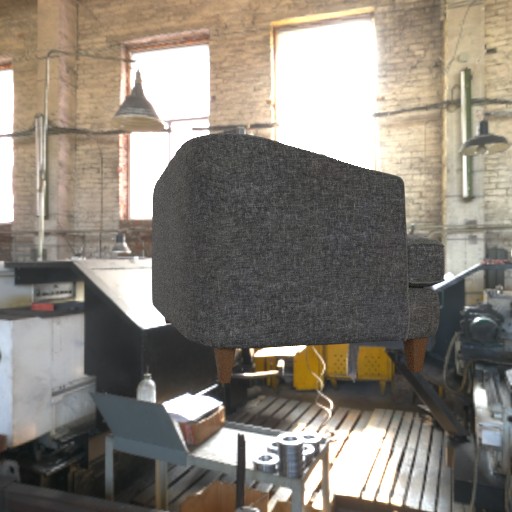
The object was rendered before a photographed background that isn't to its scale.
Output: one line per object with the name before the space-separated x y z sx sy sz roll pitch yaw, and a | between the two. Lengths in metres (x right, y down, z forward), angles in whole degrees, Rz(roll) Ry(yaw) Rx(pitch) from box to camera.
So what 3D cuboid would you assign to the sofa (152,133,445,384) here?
sofa | 0.000 0.000 2.274 0.941 0.855 1.733 0 0 -19
